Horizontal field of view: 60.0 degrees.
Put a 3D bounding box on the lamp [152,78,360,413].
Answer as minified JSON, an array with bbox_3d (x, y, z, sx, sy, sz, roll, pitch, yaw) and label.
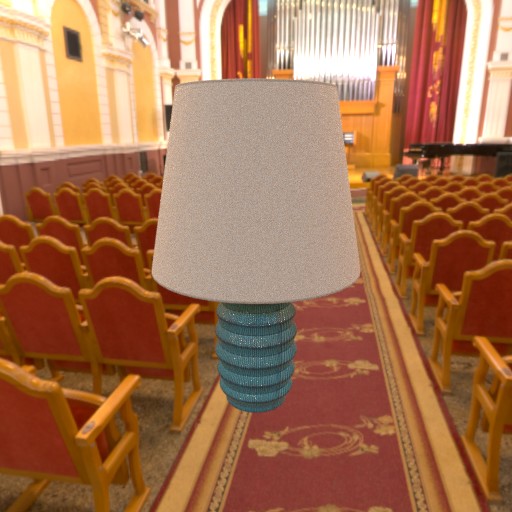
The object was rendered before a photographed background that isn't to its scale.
[{"bbox_3d":[0.000,0.000,0.550,0.254,0.392,0.254,0,16,0],"label":"lamp"}]
